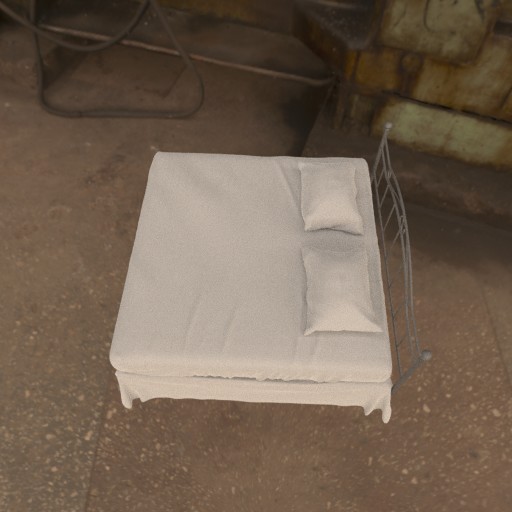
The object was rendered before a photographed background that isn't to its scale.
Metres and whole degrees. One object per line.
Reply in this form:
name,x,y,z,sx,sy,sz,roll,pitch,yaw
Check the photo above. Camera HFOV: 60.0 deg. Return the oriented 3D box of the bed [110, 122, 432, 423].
bed,0.000,0.000,3.608,2.220,1.080,2.309,2,58,1
